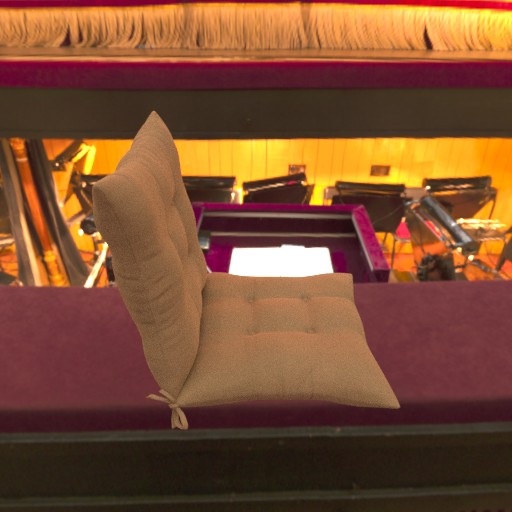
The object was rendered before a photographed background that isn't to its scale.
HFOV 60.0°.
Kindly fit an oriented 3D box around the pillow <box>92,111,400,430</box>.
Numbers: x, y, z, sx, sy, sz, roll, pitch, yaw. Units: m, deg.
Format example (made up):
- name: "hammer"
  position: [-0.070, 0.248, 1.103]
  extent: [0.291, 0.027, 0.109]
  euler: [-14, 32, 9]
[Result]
- name: "pillow"
  position: [0.000, 0.000, 1.003]
  extent: [0.585, 0.536, 0.541]
  euler: [0, 30, -1]
